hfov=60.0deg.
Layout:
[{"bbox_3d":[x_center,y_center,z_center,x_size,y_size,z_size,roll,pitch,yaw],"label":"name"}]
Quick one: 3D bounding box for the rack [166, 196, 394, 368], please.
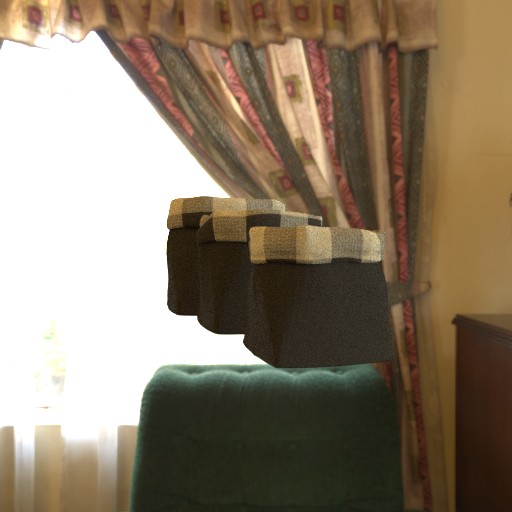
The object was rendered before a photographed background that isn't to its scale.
[{"bbox_3d":[0.000,0.000,1.065,0.370,0.329,0.889,0,0,-18],"label":"rack"}]
